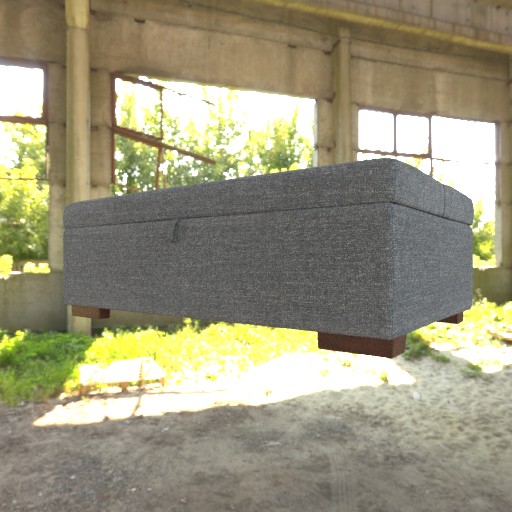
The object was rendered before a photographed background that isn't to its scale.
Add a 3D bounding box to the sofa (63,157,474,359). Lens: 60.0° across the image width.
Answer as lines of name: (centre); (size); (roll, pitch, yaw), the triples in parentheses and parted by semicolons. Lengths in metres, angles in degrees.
sofa: (0.000, 0.000, 1.503); (1.198, 0.417, 0.782); (0, -1, 37)
